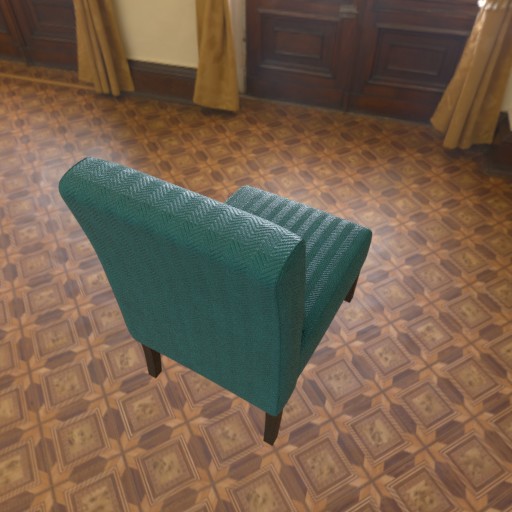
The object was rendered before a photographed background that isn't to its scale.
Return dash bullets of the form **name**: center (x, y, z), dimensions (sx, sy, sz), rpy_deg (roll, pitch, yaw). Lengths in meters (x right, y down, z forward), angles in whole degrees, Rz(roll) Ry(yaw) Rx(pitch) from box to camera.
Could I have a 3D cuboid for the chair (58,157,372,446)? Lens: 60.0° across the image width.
- **chair**: center (0.000, 0.000, 1.435), dimensions (0.579, 0.927, 0.808), rpy_deg (23, 50, 20)
